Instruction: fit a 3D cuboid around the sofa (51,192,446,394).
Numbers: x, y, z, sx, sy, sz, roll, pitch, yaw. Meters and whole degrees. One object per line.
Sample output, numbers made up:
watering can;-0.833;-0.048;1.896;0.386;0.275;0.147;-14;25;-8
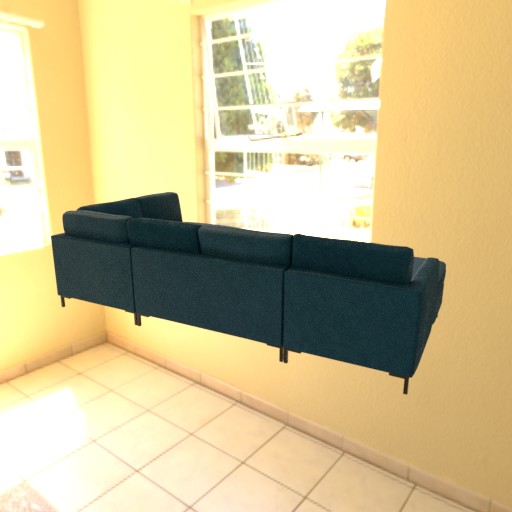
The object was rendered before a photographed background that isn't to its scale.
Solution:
sofa;0.000;0.000;4.405;3.434;0.992;2.055;8;17;27
